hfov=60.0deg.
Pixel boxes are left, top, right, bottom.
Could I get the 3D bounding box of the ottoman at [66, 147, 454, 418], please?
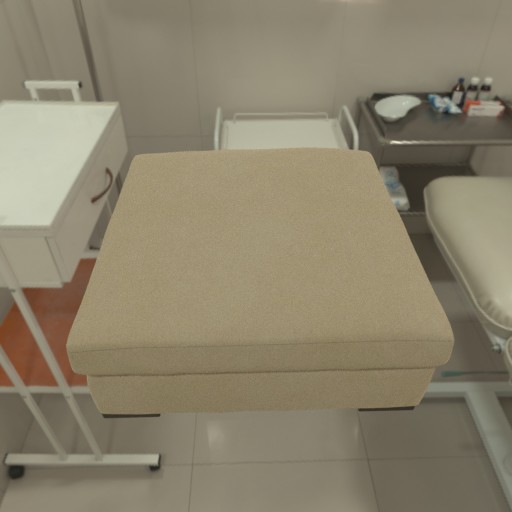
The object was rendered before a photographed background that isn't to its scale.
[{"bbox_3d":[0.000,0.000,1.854,1.190,0.522,1.205,-1,41,-1],"label":"ottoman"}]
